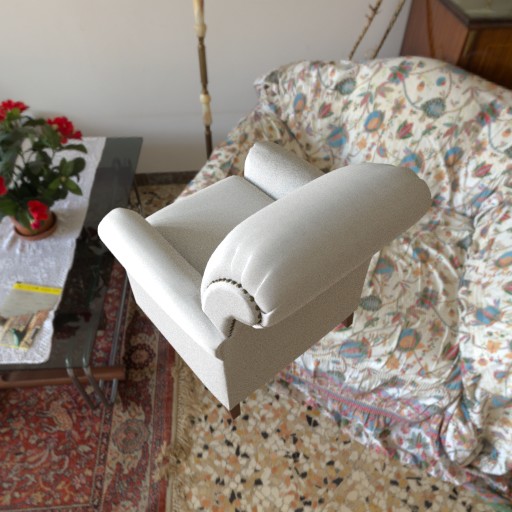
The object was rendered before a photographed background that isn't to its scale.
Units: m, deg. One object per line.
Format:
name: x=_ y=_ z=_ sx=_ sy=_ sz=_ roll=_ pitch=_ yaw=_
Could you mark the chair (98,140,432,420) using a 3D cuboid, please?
chair: x=0.000 y=0.000 z=1.662 sx=0.854 sy=0.927 sz=0.890 roll=-32 pitch=54 yaw=-26
